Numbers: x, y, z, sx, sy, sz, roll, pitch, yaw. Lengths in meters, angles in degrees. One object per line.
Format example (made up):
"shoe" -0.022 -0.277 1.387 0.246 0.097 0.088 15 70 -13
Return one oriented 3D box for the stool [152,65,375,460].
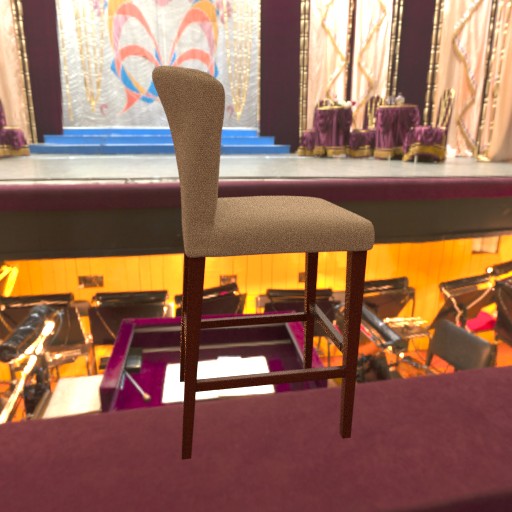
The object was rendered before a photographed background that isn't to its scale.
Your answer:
"stool" 0.000 0.000 1.379 0.568 1.069 0.481 -3 16 -10
